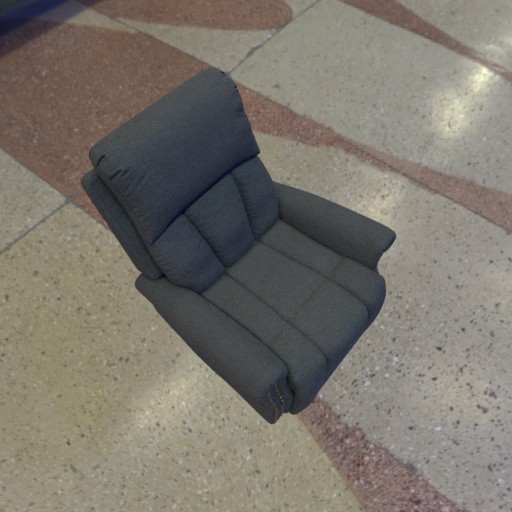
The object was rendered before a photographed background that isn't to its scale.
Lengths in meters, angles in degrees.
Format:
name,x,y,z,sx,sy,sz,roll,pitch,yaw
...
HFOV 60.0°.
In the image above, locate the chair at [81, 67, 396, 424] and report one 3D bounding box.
name,x,y,z,sx,sy,sz,roll,pitch,yaw
chair,0.000,0.000,1.757,0.979,1.031,0.871,36,64,20
